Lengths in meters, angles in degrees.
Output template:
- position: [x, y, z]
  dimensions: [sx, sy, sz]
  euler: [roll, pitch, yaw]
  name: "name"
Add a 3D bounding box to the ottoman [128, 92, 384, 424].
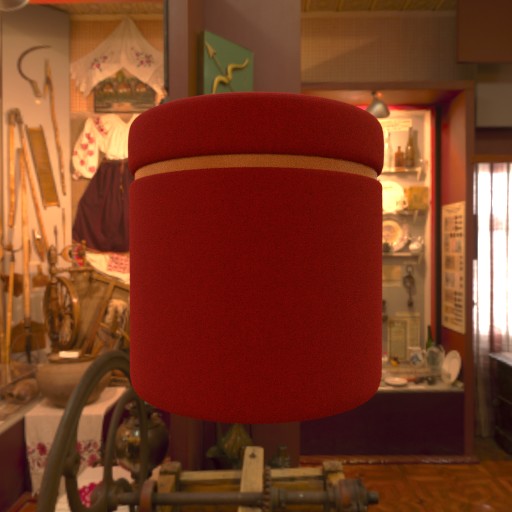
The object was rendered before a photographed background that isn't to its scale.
- position: [0.000, 0.000, 0.722]
  dimensions: [0.400, 0.406, 0.400]
  euler: [0, 1, 0]
  name: "ottoman"
